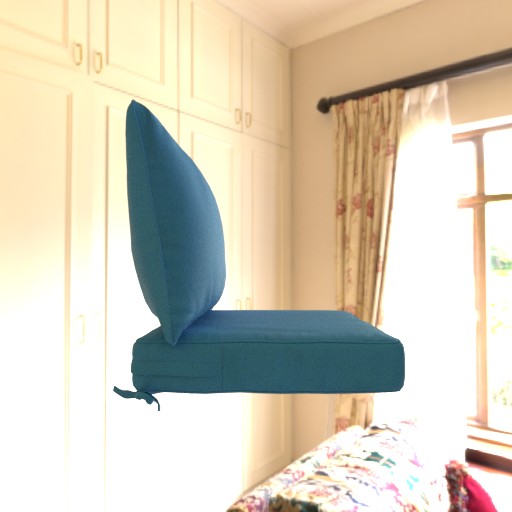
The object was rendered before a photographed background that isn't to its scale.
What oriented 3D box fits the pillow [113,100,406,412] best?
[{"bbox_3d":[0.000,0.000,1.390,0.733,0.725,0.798,0,-1,1],"label":"pillow"}]
